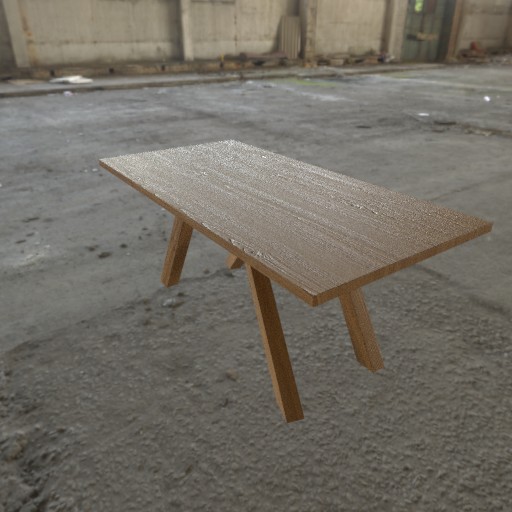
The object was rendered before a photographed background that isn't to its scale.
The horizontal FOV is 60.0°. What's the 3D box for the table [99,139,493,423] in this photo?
[{"bbox_3d":[0.000,0.000,2.246,0.901,0.750,1.797,-18,32,-31],"label":"table"}]
